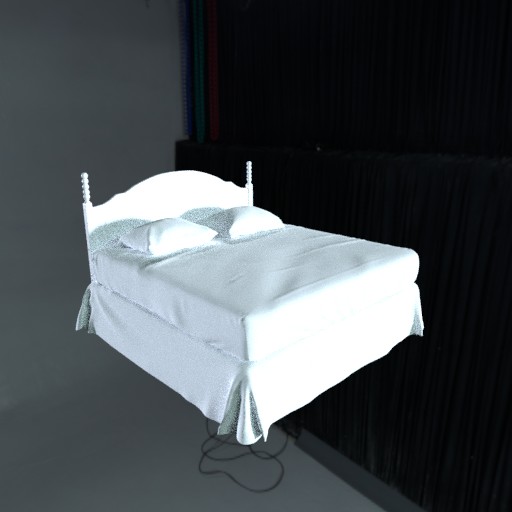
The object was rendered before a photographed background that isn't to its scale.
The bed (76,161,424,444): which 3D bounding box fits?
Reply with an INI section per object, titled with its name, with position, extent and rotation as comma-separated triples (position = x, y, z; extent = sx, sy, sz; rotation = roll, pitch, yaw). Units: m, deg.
[bed]
position = 0.000, 0.000, 3.718
extent = 2.322, 1.355, 2.219
rotation = -15, 22, -42
